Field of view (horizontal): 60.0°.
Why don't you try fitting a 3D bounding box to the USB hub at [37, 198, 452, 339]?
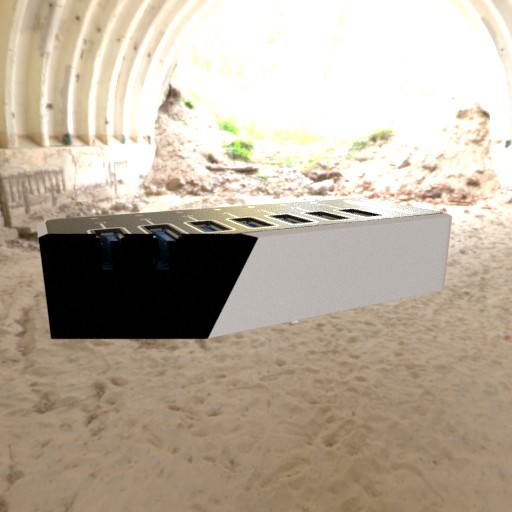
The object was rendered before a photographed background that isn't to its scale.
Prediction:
[{"bbox_3d":[0.000,0.000,0.126,0.110,0.023,0.044,-7,16,-26],"label":"USB hub"}]
